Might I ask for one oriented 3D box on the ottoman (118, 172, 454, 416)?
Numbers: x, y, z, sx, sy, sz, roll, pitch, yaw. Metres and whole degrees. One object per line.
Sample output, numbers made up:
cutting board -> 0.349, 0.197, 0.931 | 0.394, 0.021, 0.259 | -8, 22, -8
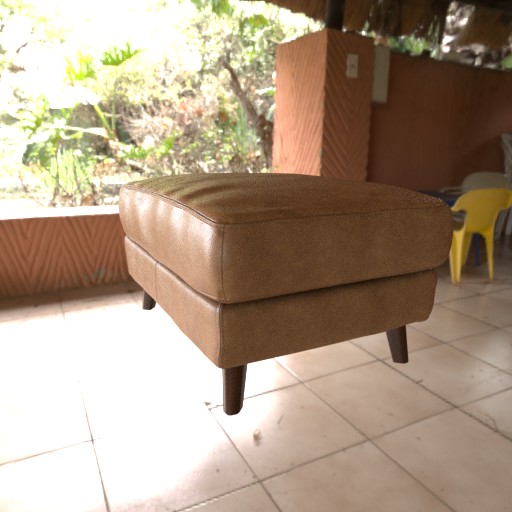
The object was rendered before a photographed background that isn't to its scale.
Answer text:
ottoman -> 0.000, 0.000, 1.263 | 0.630, 0.461, 0.869 | -7, 16, -27
